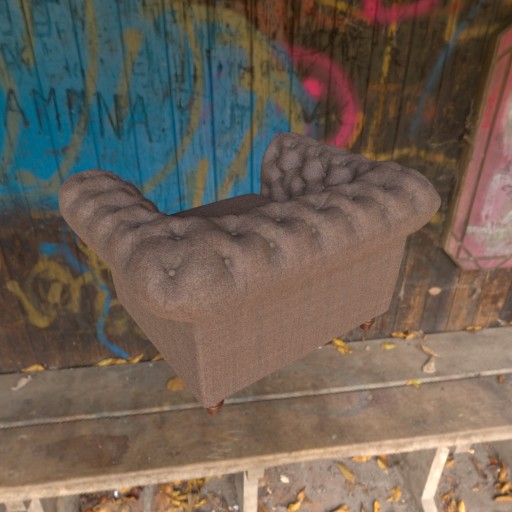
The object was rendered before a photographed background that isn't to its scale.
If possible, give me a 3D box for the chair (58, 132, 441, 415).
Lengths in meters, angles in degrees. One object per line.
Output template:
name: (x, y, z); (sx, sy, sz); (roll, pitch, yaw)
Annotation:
chair: (0.000, 0.000, 1.894); (1.298, 0.780, 0.945); (-20, 35, -31)
